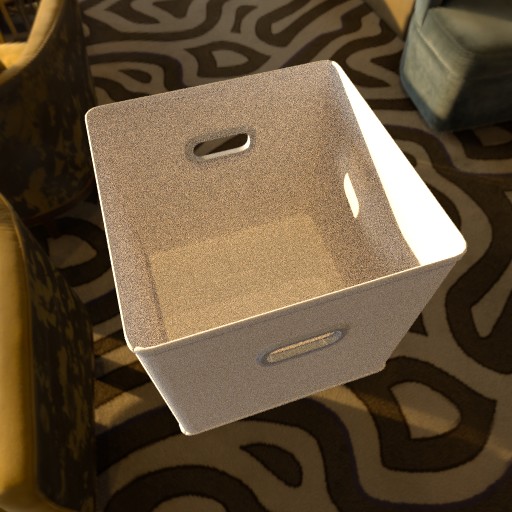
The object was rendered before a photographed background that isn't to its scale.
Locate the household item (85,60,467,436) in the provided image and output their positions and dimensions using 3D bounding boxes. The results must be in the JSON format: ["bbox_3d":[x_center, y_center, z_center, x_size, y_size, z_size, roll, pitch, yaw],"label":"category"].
[{"bbox_3d":[0.000,0.000,0.565,0.305,0.305,0.305,-16,58,-10],"label":"household item"}]
